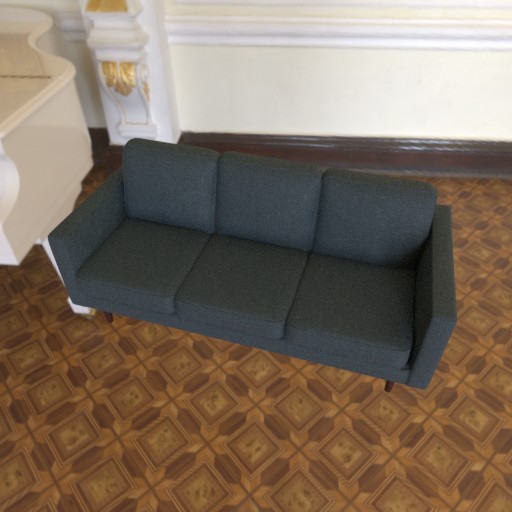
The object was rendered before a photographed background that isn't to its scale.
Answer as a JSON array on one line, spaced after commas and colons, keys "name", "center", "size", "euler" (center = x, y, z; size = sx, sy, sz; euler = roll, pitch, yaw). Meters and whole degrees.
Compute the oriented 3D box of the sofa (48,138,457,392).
[{"name": "sofa", "center": [0.000, 0.000, 2.525], "size": [2.013, 0.945, 0.935], "euler": [11, 42, 13]}]
